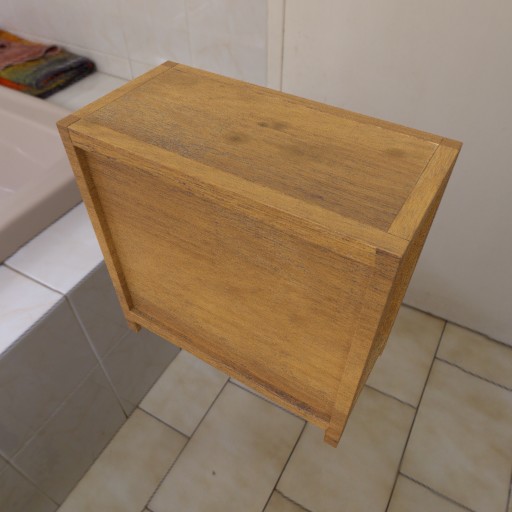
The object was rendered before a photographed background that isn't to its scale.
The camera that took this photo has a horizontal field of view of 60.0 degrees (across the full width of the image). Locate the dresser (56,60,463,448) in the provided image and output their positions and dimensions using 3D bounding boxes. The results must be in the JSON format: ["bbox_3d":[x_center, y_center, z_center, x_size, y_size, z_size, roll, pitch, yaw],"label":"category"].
[{"bbox_3d":[0.000,0.000,1.265,0.804,0.804,0.427,24,51,21],"label":"dresser"}]
